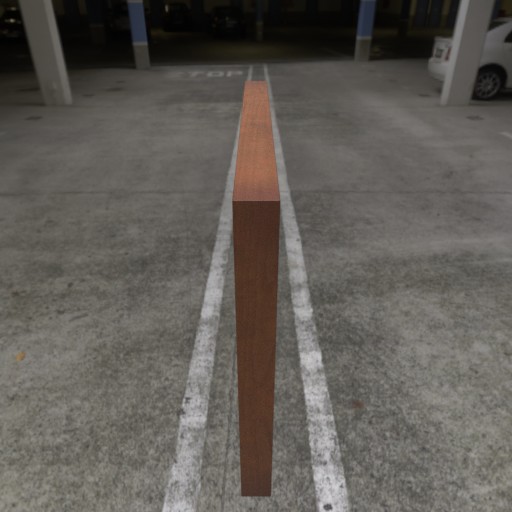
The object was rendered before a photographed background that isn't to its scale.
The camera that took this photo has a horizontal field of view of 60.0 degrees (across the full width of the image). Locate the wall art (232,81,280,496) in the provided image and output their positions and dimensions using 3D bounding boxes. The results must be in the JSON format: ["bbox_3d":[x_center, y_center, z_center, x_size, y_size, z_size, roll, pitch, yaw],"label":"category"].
[{"bbox_3d":[0.000,0.000,0.536,0.030,0.328,0.401,0,32,0],"label":"wall art"}]
